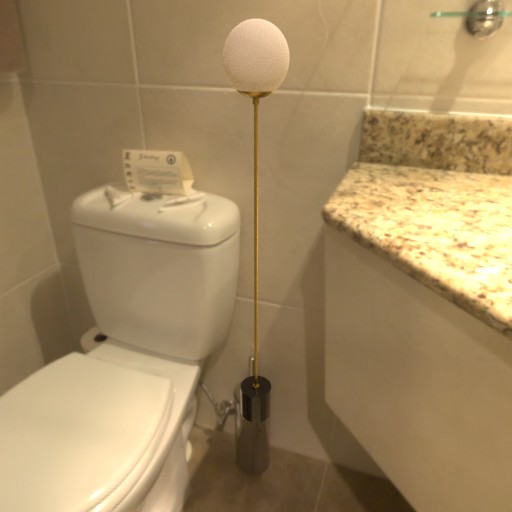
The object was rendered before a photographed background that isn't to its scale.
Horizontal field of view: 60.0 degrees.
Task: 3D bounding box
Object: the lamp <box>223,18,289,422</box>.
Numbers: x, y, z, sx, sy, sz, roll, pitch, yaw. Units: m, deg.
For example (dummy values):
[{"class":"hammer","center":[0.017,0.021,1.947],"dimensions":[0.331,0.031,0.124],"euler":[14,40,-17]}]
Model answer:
[{"class":"lamp","center":[0.000,0.000,1.851],"dimensions":[0.229,1.748,0.229],"euler":[-8,27,-15]}]
